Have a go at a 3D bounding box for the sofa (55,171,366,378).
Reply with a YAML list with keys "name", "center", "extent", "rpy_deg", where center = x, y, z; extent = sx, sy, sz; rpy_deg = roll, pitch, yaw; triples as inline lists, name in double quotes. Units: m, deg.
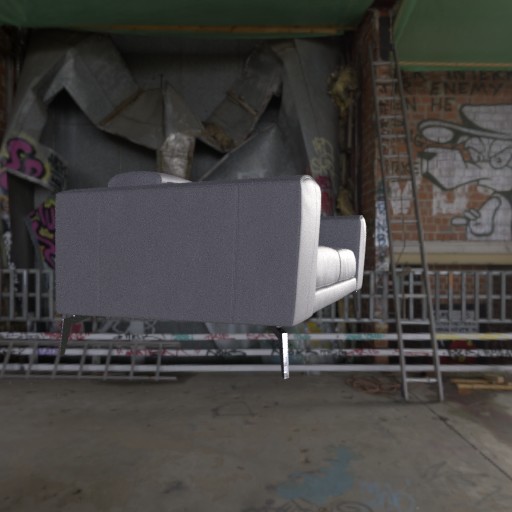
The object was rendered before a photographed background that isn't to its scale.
- name: "sofa"
  center: [0.000, 0.000, 2.417]
  extent: [1.003, 0.779, 1.895]
  rpy_deg: [0, 0, 20]
